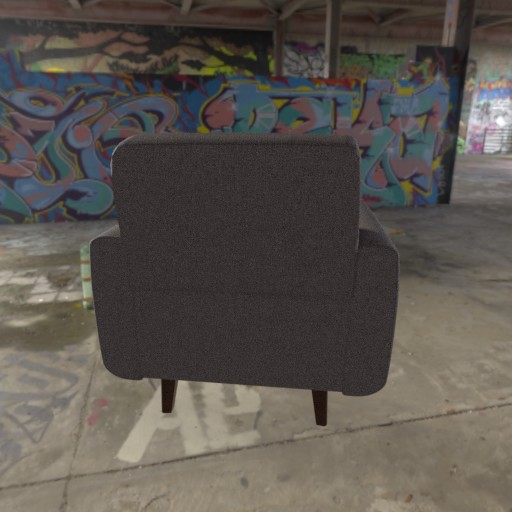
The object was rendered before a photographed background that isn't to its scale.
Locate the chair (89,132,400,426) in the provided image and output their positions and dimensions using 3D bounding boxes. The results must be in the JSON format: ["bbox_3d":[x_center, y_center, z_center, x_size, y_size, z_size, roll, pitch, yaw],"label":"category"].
[{"bbox_3d":[0.000,0.000,1.537,0.831,0.839,0.907,2,17,7],"label":"chair"}]
